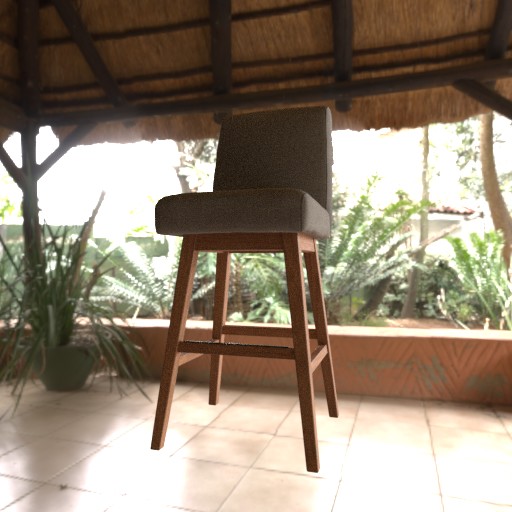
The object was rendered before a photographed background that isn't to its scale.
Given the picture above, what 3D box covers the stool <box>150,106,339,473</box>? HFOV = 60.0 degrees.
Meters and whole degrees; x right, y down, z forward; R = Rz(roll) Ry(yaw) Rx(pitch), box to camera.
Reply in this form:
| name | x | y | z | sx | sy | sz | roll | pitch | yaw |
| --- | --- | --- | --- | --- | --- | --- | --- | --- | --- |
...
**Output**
| name | x | y | z | sx | sy | sz | roll | pitch | yaw |
| --- | --- | --- | --- | --- | --- | --- | --- | --- | --- |
| stool | 0.000 | 0.000 | 1.436 | 0.483 | 1.112 | 0.570 | 0 | -1 | 17 |
